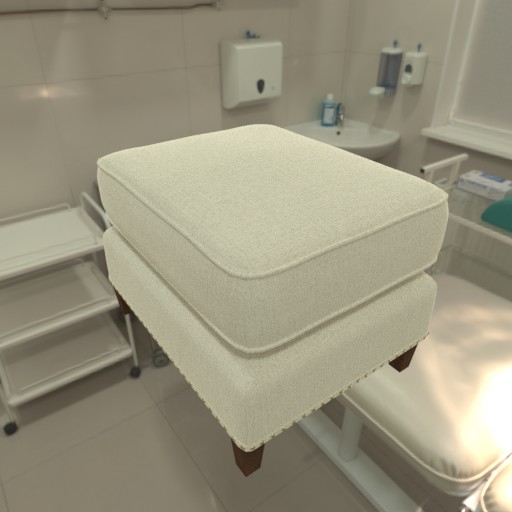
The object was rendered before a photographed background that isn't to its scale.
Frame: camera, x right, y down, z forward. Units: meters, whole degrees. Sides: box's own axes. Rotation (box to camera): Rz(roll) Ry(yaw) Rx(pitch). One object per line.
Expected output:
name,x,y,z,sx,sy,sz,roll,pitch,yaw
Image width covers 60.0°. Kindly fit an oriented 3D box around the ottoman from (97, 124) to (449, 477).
ottoman,0.000,0.000,1.155,0.589,0.537,0.738,-21,37,-30
